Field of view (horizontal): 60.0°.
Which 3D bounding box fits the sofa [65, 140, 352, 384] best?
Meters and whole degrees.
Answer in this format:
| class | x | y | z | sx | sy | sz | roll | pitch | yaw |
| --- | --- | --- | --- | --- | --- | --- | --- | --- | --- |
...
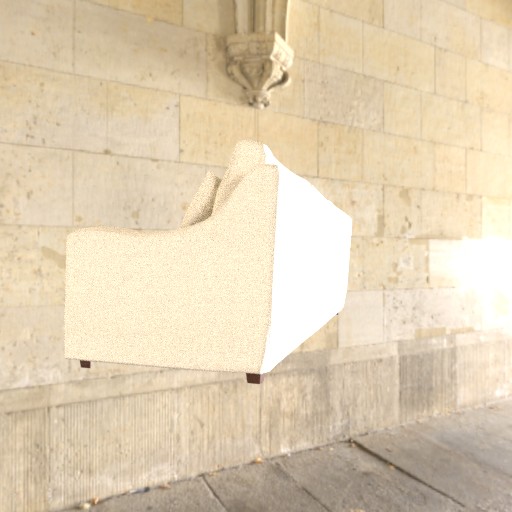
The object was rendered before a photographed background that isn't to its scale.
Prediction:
| class | x | y | z | sx | sy | sz | roll | pitch | yaw |
| --- | --- | --- | --- | --- | --- | --- | --- | --- | --- |
| sofa | 0.000 | 0.000 | 2.963 | 1.009 | 1.022 | 2.470 | 0 | 0 | 18 |
